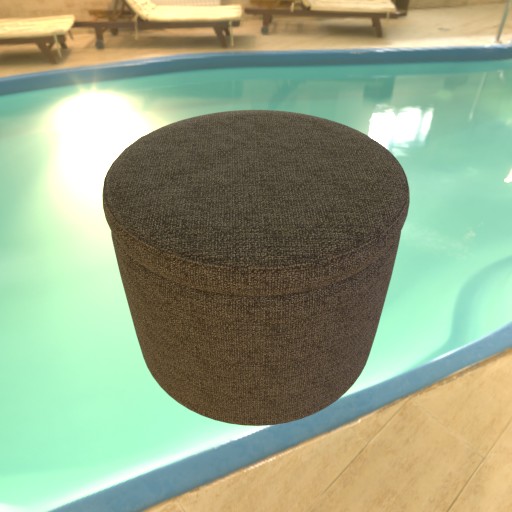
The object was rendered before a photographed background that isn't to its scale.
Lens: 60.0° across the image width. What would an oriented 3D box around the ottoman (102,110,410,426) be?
[{"bbox_3d":[0.000,0.000,0.885,0.520,0.430,0.520,0,40,0],"label":"ottoman"}]
